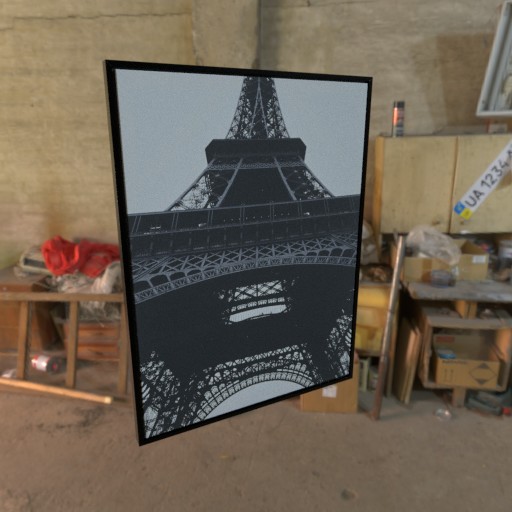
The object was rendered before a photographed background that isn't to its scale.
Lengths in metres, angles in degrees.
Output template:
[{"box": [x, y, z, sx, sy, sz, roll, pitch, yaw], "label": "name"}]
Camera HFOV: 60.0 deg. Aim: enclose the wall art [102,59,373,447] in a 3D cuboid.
[{"box": [0.000, 0.000, 1.365, 0.805, 1.062, 0.040, -8, 18, -27], "label": "wall art"}]
